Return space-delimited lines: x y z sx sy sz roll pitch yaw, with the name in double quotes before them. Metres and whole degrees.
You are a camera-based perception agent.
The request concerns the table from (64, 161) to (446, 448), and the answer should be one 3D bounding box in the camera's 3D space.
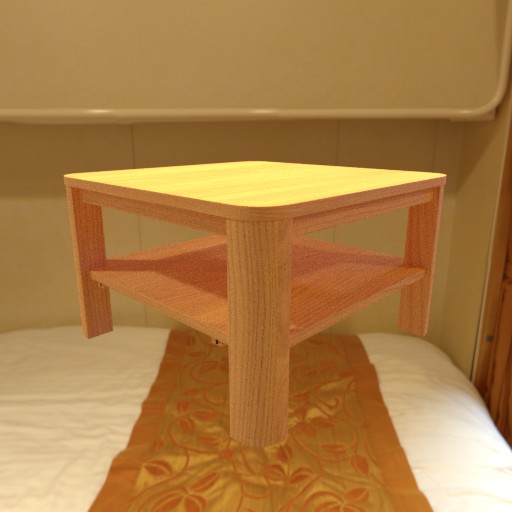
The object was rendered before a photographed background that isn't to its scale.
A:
"table" 0.000 0.000 1.239 0.750 0.450 0.750 15 22 42
